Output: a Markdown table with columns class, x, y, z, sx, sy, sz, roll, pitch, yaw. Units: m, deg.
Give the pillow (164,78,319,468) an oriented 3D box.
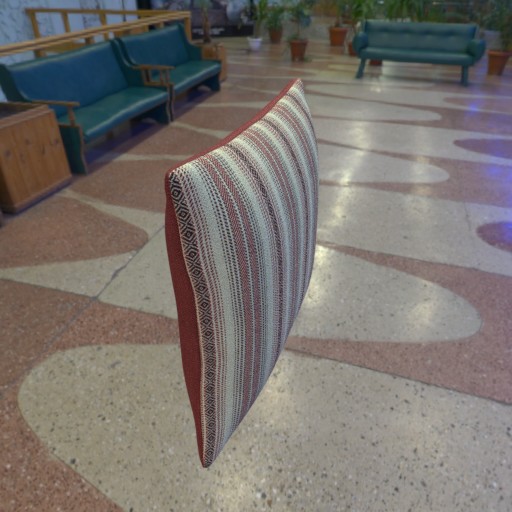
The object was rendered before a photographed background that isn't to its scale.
| class | x | y | z | sx | sy | sz | roll | pitch | yaw |
| --- | --- | --- | --- | --- | --- | --- | --- | --- | --- |
| pillow | 0.000 | 0.000 | 0.775 | 0.166 | 0.497 | 0.513 | 11 | 34 | 16 |
